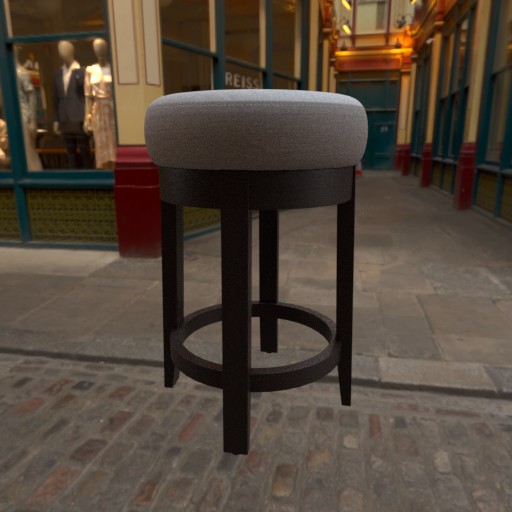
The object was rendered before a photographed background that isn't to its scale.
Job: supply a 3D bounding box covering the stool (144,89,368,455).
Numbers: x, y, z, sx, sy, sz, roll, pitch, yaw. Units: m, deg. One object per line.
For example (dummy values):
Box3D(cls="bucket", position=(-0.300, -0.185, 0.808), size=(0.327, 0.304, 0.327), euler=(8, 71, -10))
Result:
Box3D(cls="stool", position=(0.000, 0.000, 0.970), size=(0.443, 0.672, 0.443), euler=(0, 15, 0))
